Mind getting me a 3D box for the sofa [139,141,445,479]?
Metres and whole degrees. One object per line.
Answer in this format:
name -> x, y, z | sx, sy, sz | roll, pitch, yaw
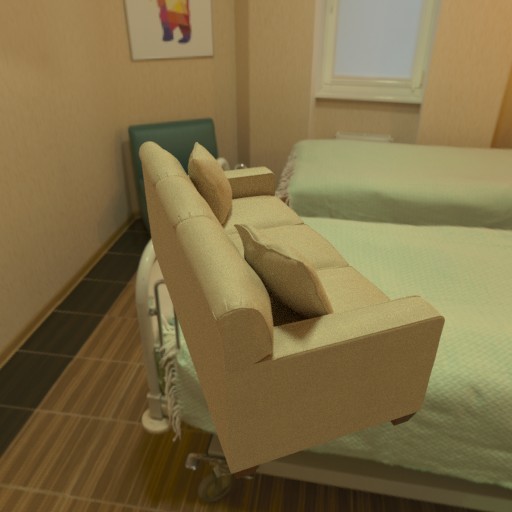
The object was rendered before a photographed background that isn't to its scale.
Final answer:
sofa -> 0.000, 0.000, 2.566 | 0.997, 0.958, 2.024 | -10, 32, -17
